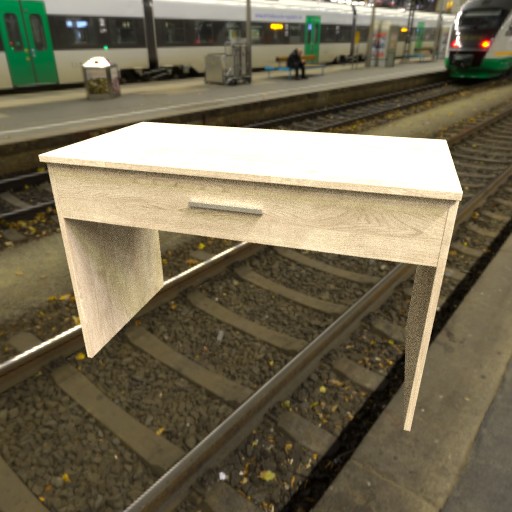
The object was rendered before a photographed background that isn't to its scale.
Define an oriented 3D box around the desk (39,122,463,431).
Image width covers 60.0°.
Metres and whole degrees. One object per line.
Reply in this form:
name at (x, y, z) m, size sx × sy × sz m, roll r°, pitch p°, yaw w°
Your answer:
desk at (0.000, 0.000, 1.492) m, size 1.100 × 0.730 × 0.560 m, roll 8°, pitch 27°, yaw 16°
